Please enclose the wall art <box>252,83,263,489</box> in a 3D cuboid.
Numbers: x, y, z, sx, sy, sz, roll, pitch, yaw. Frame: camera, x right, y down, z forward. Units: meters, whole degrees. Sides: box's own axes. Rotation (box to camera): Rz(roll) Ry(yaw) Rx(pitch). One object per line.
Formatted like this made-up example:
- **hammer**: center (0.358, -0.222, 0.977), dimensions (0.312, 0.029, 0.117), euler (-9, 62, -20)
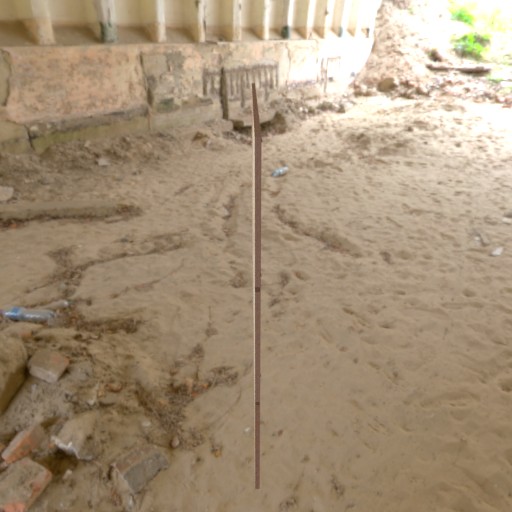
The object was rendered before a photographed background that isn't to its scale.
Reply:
- **wall art**: center (0.000, 0.000, 1.828), dimensions (0.024, 1.218, 1.221), euler (0, 27, -1)
